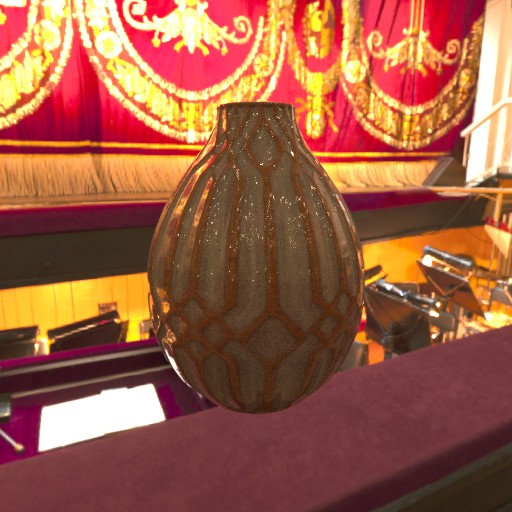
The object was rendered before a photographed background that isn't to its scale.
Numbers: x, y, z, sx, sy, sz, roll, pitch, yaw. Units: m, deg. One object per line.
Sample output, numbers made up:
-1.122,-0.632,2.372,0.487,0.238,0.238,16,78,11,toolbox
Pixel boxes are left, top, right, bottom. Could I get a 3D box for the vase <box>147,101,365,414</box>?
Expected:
0.000,0.000,0.270,0.131,0.175,0.131,0,13,0,vase
